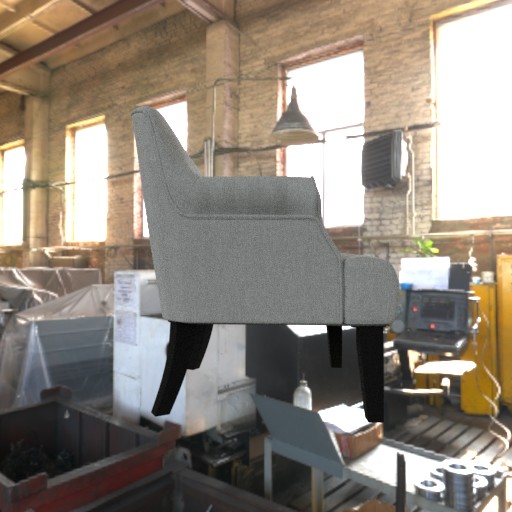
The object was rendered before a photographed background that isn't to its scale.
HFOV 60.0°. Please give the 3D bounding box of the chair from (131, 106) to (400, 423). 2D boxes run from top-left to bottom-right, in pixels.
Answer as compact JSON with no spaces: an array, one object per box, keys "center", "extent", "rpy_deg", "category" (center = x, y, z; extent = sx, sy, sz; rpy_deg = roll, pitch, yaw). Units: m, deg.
[{"center":[0.000,0.000,1.494],"extent":[0.755,0.880,0.772],"rpy_deg":[0,-1,1],"category":"chair"}]
